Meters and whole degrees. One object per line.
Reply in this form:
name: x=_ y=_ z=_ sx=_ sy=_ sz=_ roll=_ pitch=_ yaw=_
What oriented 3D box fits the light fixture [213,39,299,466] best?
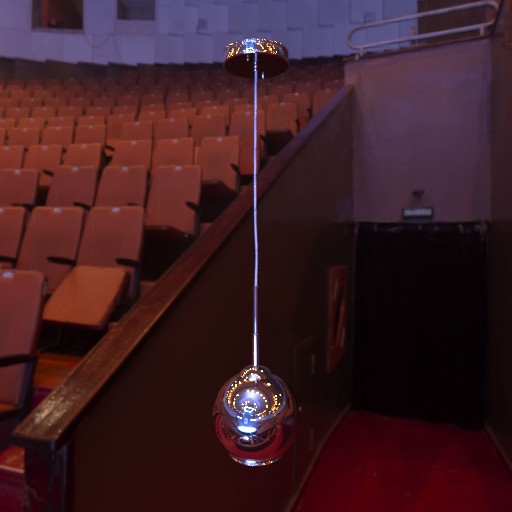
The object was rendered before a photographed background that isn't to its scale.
light fixture: x=0.000 y=0.000 z=1.706 sx=0.336 sy=1.538 sz=0.336 roll=0 pitch=2 yaw=19
